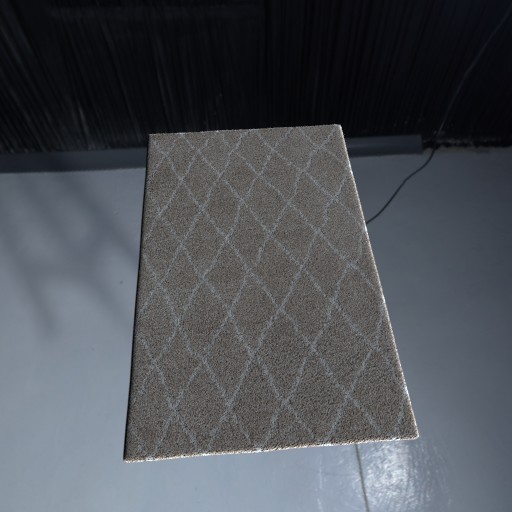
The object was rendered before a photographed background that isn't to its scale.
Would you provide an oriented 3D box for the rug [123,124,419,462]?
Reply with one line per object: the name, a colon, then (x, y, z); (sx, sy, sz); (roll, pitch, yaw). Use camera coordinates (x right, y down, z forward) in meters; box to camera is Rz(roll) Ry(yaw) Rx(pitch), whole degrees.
rug: (0.000, 0.000, 3.366); (1.778, 0.030, 2.743); (-4, 58, -2)
